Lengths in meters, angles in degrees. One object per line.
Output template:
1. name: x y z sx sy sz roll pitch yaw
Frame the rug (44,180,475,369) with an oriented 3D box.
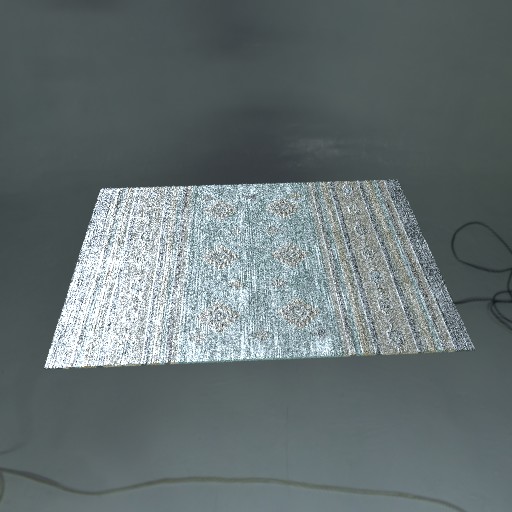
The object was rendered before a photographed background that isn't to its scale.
1. rug: 0.000 0.000 2.280 1.811 0.010 1.212 -2 46 -2
